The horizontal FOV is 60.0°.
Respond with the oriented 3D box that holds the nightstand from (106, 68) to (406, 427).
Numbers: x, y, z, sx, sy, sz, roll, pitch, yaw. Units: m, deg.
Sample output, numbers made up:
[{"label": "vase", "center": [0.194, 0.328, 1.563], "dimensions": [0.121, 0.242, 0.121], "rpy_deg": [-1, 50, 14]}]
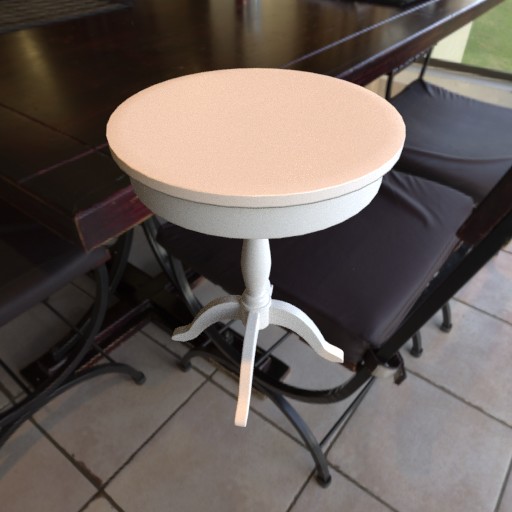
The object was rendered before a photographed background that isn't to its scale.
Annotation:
[{"label": "nightstand", "center": [0.000, 0.000, 0.994], "dimensions": [0.513, 0.653, 0.513], "rpy_deg": [12, 42, 14]}]
